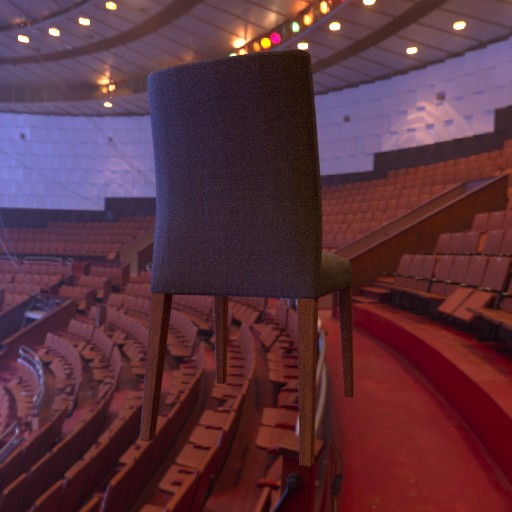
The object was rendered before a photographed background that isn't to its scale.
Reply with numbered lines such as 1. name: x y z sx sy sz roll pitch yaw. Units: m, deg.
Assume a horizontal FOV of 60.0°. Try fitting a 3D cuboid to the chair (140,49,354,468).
1. chair: 0.000 0.000 1.303 0.496 0.940 0.585 0 0 19
